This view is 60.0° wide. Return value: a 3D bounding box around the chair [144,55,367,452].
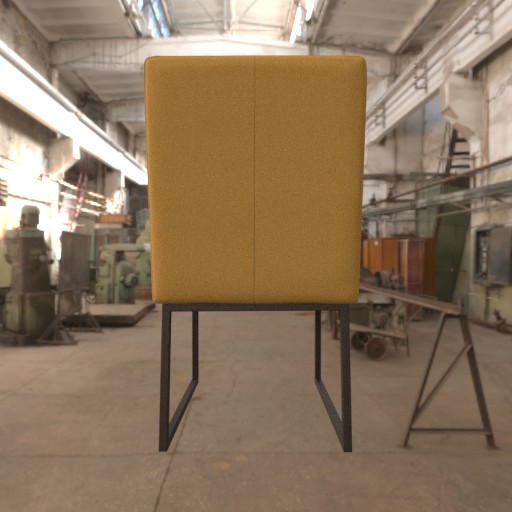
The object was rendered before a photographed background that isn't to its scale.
[{"bbox_3d":[0.000,0.000,1.308,0.520,0.930,0.634,0,1,0],"label":"chair"}]
